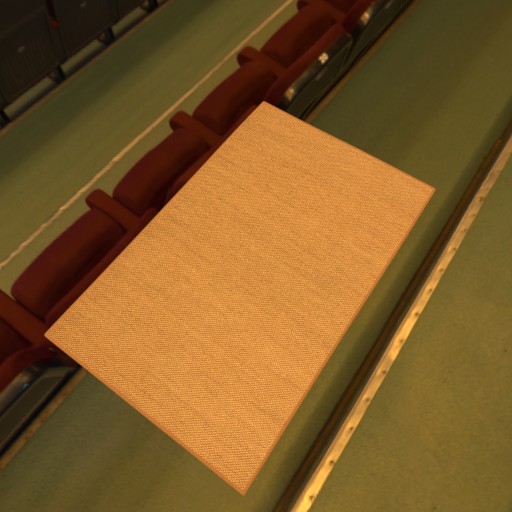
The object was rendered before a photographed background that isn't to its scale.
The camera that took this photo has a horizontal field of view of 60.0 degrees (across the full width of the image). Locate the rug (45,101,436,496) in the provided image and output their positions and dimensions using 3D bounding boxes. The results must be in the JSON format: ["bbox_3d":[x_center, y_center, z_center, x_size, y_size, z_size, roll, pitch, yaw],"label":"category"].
[{"bbox_3d":[0.000,0.000,2.069,1.061,0.012,1.668,32,68,15],"label":"rug"}]
